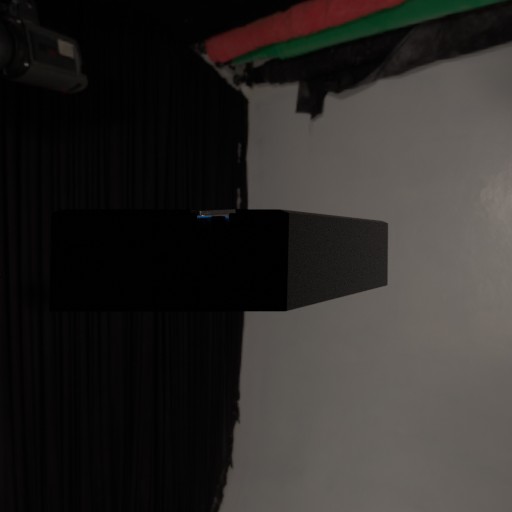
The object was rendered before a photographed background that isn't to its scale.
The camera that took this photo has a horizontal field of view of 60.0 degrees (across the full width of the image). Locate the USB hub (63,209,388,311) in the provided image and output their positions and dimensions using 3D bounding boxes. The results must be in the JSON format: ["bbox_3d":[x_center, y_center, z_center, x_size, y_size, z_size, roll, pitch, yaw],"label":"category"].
[{"bbox_3d":[0.000,0.000,0.128,0.044,0.023,0.110,1,2,34],"label":"USB hub"}]
